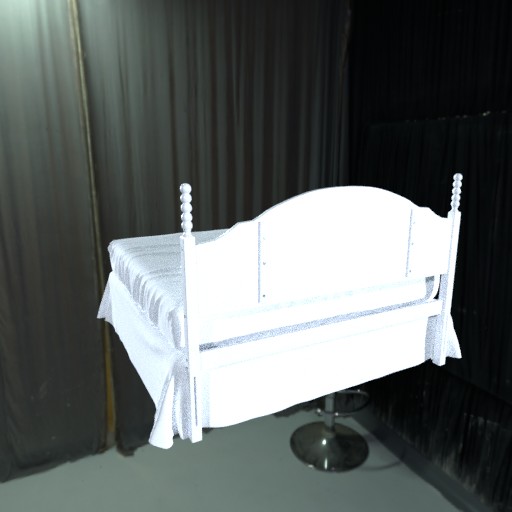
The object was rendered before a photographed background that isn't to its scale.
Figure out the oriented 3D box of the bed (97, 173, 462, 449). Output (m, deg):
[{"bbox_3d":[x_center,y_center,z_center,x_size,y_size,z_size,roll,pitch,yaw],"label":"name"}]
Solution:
[{"bbox_3d":[0.000,0.000,3.554,2.322,1.355,2.219,-7,15,-27],"label":"bed"}]
